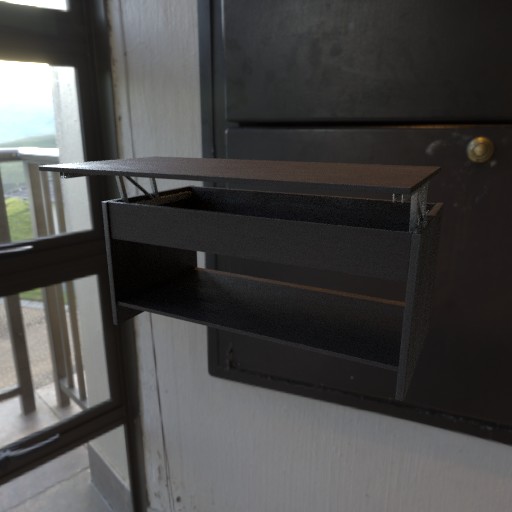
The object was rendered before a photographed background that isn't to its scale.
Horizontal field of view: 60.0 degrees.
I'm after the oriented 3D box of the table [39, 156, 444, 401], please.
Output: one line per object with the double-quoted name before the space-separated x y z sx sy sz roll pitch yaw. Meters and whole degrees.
"table" 0.000 0.000 1.396 1.000 0.570 0.712 8 18 27
